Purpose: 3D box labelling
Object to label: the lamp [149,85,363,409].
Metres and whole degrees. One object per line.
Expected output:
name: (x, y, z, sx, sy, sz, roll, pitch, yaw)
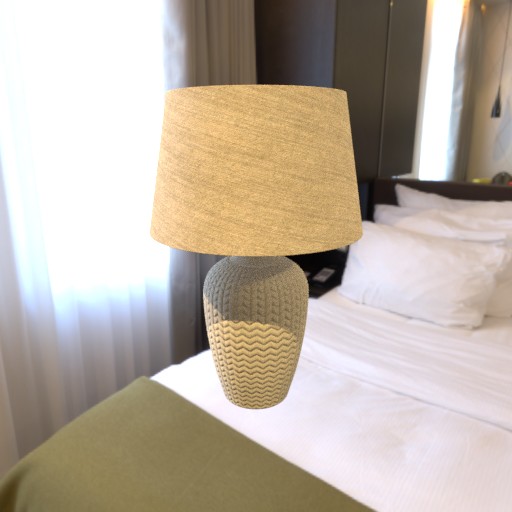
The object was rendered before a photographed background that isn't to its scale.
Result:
lamp: (0.000, 0.000, 0.843, 0.390, 0.580, 0.390, 0, 16, 0)
